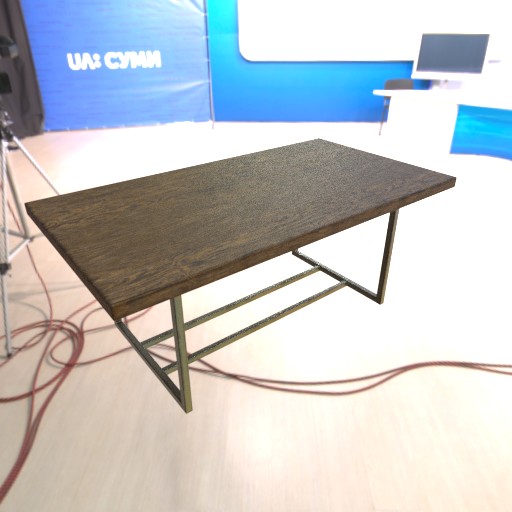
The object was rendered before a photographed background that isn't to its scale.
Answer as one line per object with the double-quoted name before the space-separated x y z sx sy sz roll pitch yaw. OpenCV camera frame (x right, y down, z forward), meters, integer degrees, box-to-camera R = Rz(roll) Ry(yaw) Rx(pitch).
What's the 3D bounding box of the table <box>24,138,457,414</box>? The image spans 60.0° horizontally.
"table" 0.000 0.000 2.485 1.989 0.795 1.078 -21 35 -32
